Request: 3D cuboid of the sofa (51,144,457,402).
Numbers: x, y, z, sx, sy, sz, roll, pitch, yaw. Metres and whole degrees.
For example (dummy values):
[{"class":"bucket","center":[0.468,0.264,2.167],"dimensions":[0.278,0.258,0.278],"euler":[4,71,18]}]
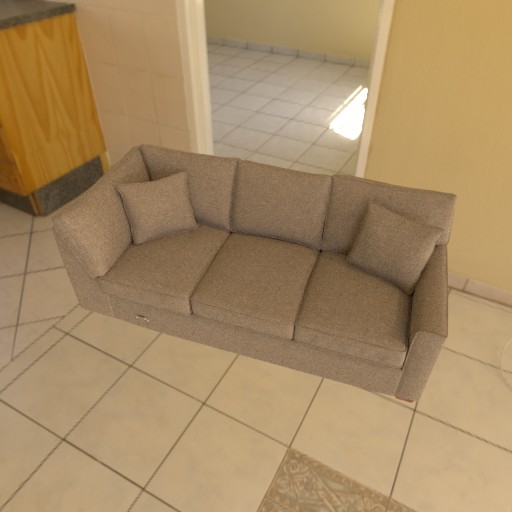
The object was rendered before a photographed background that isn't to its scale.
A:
[{"class":"sofa","center":[0.000,0.000,2.907],"dimensions":[2.317,0.962,1.061],"euler":[12,42,14]}]
